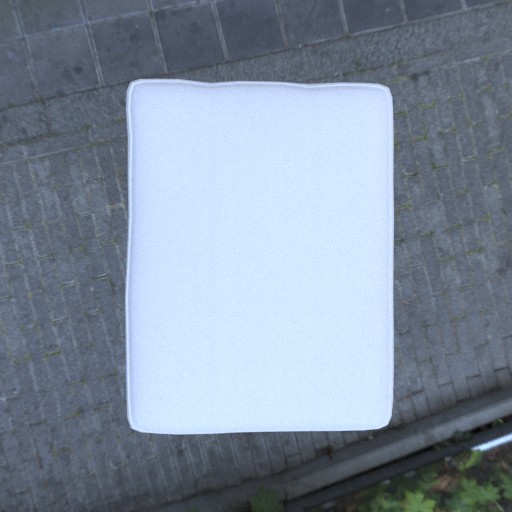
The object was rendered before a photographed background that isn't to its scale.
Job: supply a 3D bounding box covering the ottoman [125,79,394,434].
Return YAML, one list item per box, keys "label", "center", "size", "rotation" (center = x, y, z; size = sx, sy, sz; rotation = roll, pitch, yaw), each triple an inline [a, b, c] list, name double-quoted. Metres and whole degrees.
- label: "ottoman"
  center: [0.000, 0.000, 1.196]
  size: [0.634, 0.479, 0.818]
  rotation: [0, 90, -3]
